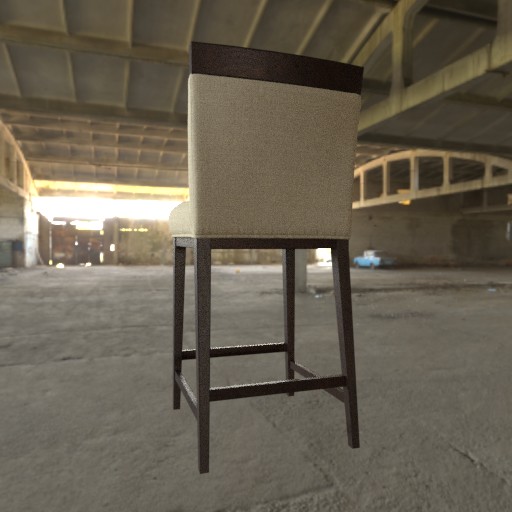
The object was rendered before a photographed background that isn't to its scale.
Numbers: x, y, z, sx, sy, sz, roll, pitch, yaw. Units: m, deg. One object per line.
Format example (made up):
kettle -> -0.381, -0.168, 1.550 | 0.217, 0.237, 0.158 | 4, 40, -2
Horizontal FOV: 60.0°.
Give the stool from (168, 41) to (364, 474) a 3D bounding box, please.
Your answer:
stool -> 0.000, 0.000, 1.442 | 0.511, 1.117, 0.531 | 0, 1, -19
